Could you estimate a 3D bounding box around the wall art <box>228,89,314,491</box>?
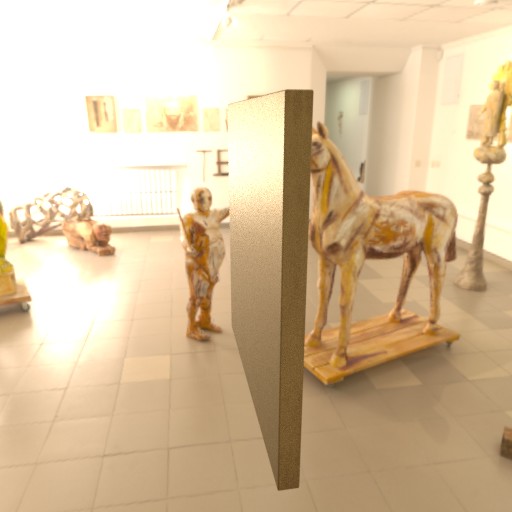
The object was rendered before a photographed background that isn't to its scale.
[{"bbox_3d":[0.000,0.000,0.759,0.030,0.506,0.503,-3,18,-10],"label":"wall art"}]
